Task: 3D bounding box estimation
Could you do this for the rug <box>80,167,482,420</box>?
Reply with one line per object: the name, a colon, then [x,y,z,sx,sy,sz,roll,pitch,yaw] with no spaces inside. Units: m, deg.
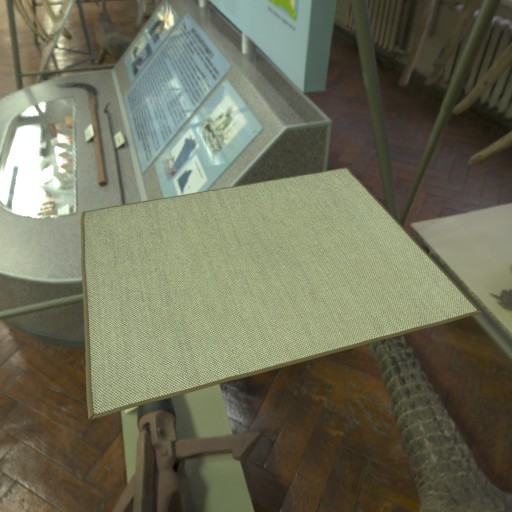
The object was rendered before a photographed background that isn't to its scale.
rug: [0.000,0.000,4.039,3.041,0.020,2.413,-12,42,-13]
